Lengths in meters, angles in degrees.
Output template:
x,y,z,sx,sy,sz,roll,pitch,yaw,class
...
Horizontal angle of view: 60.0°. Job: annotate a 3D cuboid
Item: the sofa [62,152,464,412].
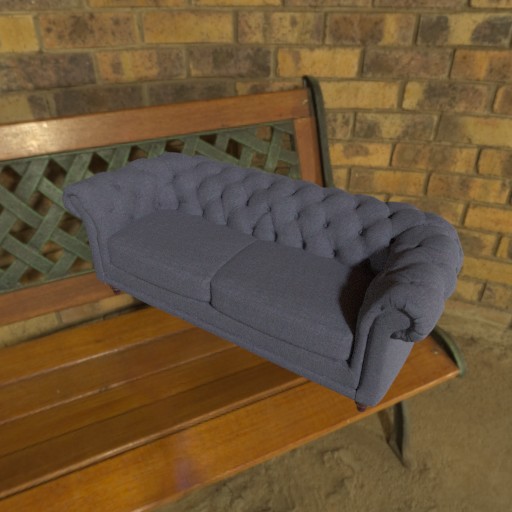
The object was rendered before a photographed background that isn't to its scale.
x,y,z,sx,sy,sz,roll,pitch,yaw,class
0.000,0.000,2.804,2.335,0.836,1.046,19,36,28,sofa
